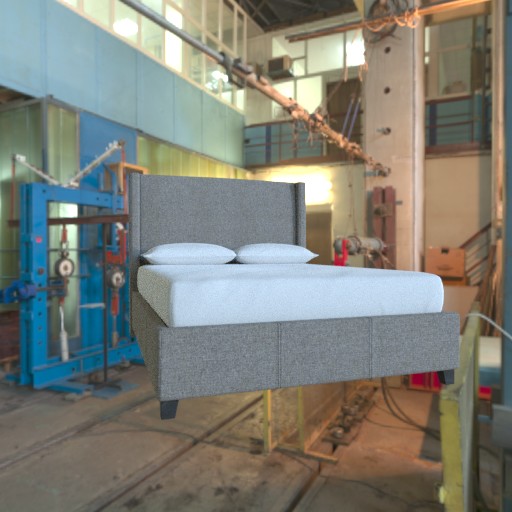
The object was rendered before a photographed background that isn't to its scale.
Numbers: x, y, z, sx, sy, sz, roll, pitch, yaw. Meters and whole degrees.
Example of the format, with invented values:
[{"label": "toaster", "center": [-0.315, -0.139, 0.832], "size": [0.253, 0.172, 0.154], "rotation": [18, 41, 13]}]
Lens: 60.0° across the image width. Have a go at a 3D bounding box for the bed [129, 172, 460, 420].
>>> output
[{"label": "bed", "center": [0.000, 0.000, 3.316], "size": [1.714, 1.481, 2.245], "rotation": [0, 1, -19]}]
